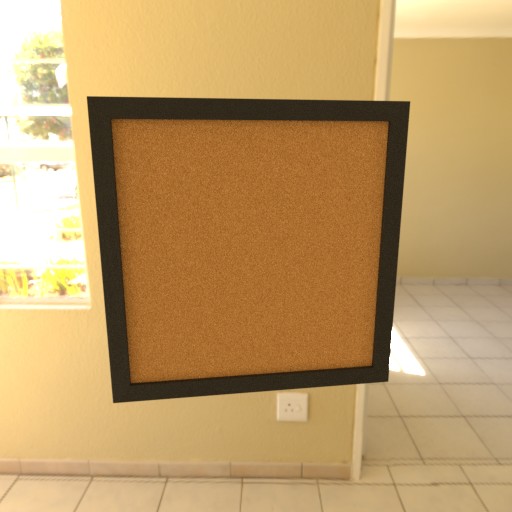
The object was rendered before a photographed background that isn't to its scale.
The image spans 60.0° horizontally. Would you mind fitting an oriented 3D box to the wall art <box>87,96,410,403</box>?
[{"bbox_3d":[0.000,0.000,1.518,1.016,1.016,0.038,-2,14,-8],"label":"wall art"}]
